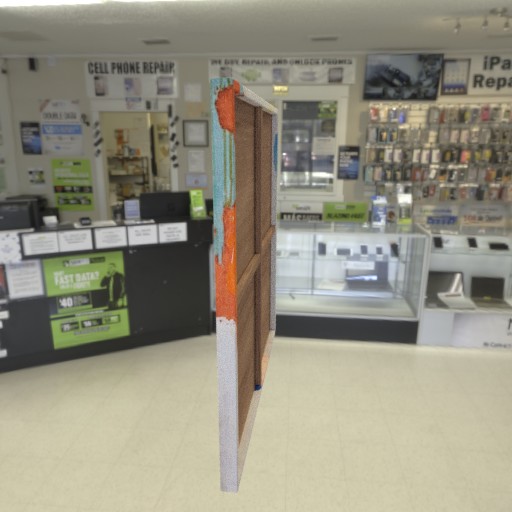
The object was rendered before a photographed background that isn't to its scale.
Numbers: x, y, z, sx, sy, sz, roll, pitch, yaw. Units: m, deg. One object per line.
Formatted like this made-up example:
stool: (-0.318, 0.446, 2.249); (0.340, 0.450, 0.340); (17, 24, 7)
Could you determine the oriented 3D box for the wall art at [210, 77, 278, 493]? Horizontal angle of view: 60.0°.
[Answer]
wall art: (0.000, 0.000, 1.215); (0.037, 0.814, 0.814); (2, 15, 8)
